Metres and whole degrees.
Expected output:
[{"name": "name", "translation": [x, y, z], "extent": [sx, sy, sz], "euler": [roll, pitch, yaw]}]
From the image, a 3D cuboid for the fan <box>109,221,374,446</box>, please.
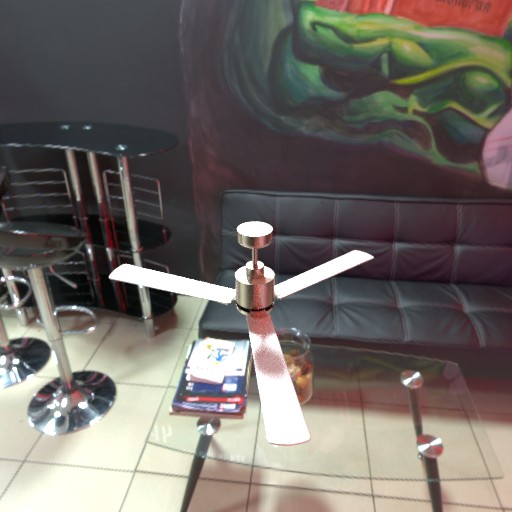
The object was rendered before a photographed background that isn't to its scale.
[{"name": "fan", "translation": [0.000, 0.000, 2.360], "extent": [1.561, 0.446, 1.531], "euler": [21, 34, 34]}]
